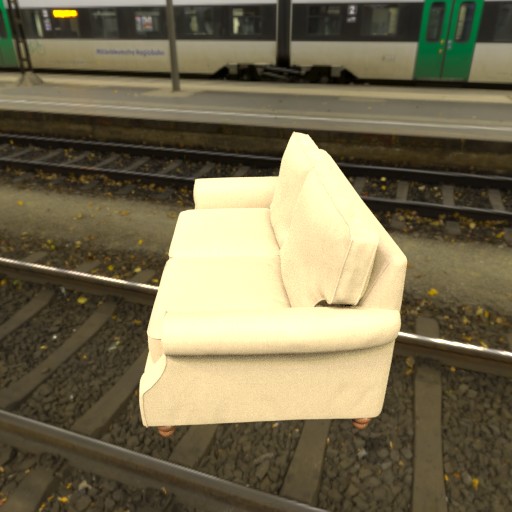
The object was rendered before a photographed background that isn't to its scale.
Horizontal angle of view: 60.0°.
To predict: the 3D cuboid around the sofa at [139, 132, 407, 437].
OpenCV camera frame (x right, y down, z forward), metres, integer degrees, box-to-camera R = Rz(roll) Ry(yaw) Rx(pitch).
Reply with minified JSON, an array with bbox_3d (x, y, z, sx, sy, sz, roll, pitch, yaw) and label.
[{"bbox_3d":[0.000,0.000,2.242,0.964,0.937,1.665,-1,27,-2],"label":"sofa"}]
